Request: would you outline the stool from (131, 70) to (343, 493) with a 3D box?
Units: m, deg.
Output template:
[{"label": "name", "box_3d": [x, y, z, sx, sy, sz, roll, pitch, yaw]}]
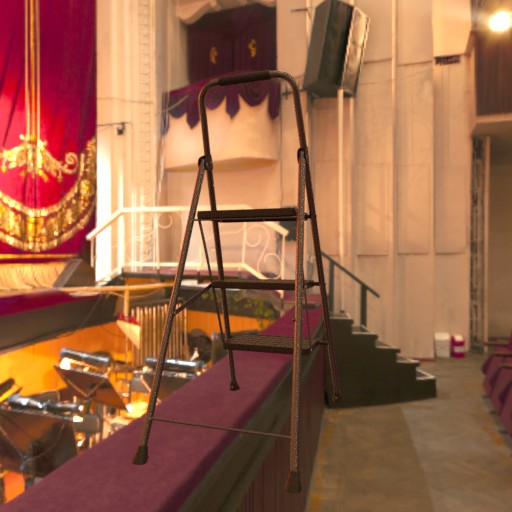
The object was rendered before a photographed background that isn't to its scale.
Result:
[{"label": "stool", "box_3d": [0.000, 0.000, 1.464, 0.473, 1.121, 0.733, 0, 0, 19]}]
